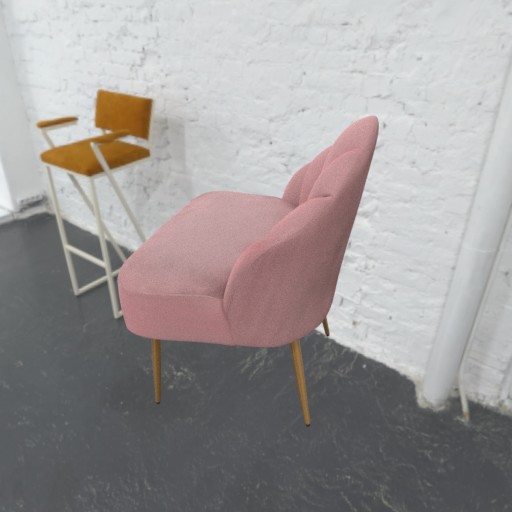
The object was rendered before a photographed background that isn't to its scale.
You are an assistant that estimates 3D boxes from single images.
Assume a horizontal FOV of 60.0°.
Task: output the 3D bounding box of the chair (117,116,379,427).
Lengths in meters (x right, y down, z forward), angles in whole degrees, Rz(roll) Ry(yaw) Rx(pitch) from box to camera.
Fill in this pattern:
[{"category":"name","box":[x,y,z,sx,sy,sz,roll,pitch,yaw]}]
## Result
[{"category":"chair","box":[0.000,0.000,1.295,0.599,0.819,0.657,8,29,14]}]
